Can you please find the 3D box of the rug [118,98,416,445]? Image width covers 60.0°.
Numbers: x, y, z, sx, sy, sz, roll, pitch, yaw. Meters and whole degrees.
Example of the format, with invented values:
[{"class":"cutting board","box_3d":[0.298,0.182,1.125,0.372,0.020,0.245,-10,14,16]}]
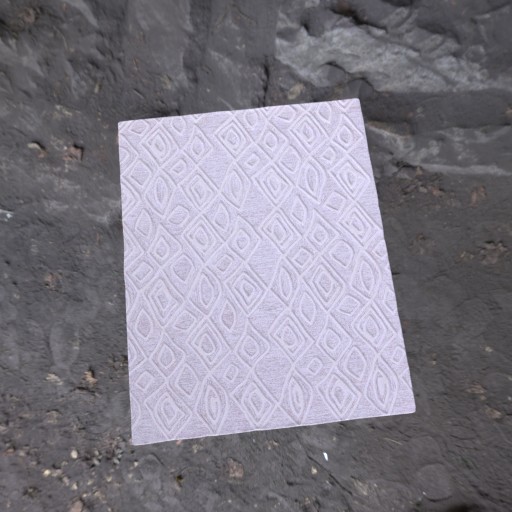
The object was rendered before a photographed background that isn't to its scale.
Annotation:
[{"class":"rug","box_3d":[0.000,0.000,4.119,2.449,0.025,3.049,-6,77,-1]}]
